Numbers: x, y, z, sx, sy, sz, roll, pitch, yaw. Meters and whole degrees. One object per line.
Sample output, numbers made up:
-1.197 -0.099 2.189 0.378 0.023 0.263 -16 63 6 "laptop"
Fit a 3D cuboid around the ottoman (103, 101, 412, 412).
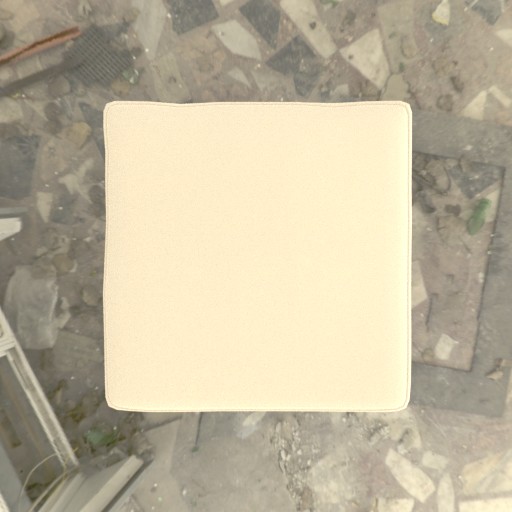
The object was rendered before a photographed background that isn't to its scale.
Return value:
0.000 0.000 1.360 0.838 0.479 0.838 0 91 0 "ottoman"
